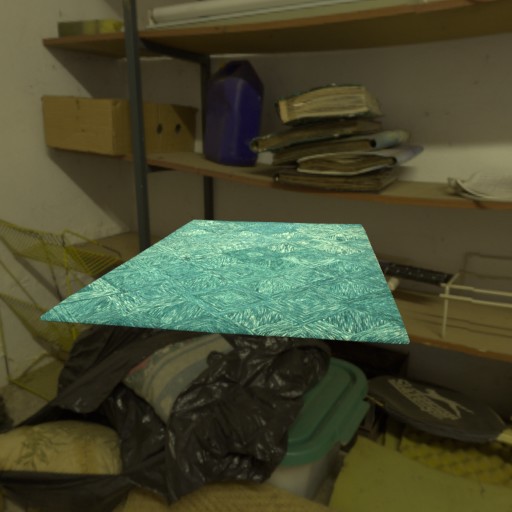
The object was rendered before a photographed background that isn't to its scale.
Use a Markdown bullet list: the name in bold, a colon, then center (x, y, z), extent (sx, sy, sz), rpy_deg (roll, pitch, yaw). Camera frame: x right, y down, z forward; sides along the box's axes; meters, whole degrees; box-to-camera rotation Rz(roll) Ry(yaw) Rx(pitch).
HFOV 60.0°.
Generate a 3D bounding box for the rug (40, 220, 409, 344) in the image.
- **rug**: center (0.000, 0.000, 2.131), extent (1.136, 0.017, 1.728), rpy_deg (2, 15, 8)
